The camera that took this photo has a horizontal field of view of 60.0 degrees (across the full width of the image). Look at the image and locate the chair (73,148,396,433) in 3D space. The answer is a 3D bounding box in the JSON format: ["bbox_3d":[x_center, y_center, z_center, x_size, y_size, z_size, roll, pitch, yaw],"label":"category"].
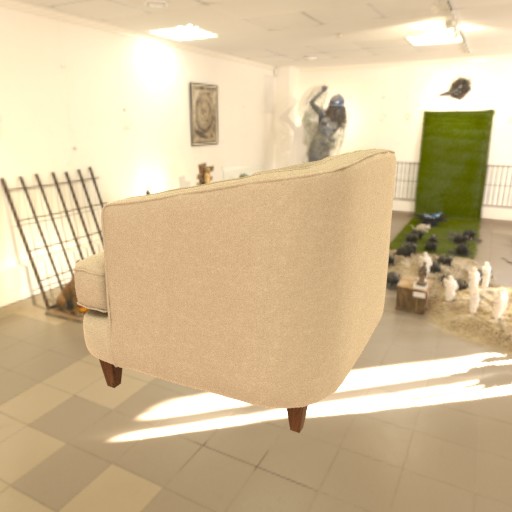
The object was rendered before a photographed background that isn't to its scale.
[{"bbox_3d":[0.000,0.000,1.792,0.941,0.852,1.104,8,18,26],"label":"chair"}]
